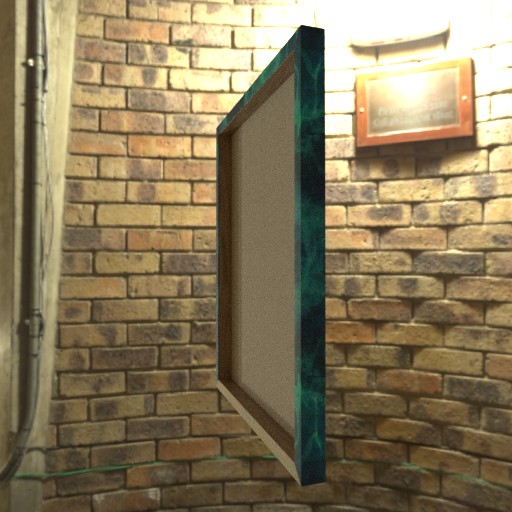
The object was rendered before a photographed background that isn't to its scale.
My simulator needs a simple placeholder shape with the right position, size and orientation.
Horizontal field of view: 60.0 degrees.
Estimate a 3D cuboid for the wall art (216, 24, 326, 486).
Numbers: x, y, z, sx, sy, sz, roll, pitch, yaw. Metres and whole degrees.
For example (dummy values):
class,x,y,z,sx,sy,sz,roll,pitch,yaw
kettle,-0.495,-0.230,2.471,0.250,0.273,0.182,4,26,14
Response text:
class,x,y,z,sx,sy,sz,roll,pitch,yaw
wall art,0.000,0.000,0.855,0.038,0.635,0.508,0,-1,-18
